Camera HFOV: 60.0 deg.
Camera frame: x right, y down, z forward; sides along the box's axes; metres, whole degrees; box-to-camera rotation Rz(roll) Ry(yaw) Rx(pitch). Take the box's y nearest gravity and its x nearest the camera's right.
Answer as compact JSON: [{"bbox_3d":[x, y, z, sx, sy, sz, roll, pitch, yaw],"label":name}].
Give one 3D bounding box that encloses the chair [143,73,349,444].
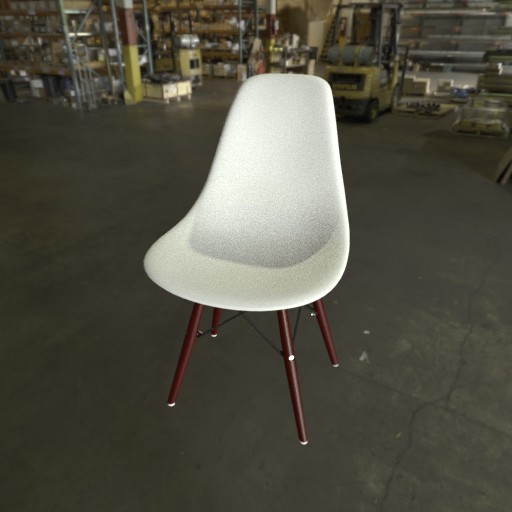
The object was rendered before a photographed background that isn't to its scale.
[{"bbox_3d":[0.000,0.000,1.140,0.470,0.826,0.533,9,29,17],"label":"chair"}]
